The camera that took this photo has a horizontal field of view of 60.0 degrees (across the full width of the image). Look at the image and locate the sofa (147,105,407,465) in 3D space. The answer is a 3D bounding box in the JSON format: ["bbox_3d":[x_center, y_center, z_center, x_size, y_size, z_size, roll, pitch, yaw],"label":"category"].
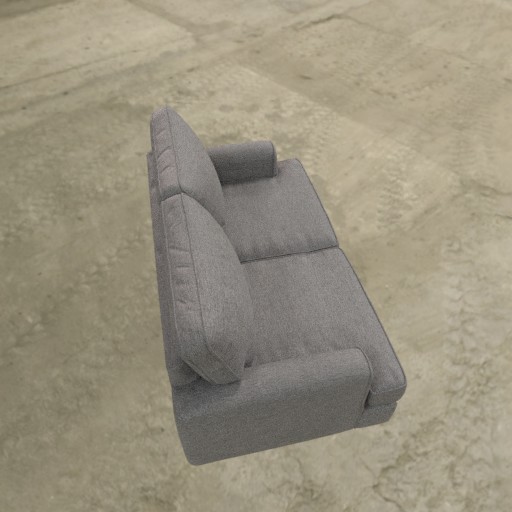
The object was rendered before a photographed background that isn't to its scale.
[{"bbox_3d":[0.000,0.000,2.231,0.965,0.965,1.651,-9,48,-8],"label":"sofa"}]
